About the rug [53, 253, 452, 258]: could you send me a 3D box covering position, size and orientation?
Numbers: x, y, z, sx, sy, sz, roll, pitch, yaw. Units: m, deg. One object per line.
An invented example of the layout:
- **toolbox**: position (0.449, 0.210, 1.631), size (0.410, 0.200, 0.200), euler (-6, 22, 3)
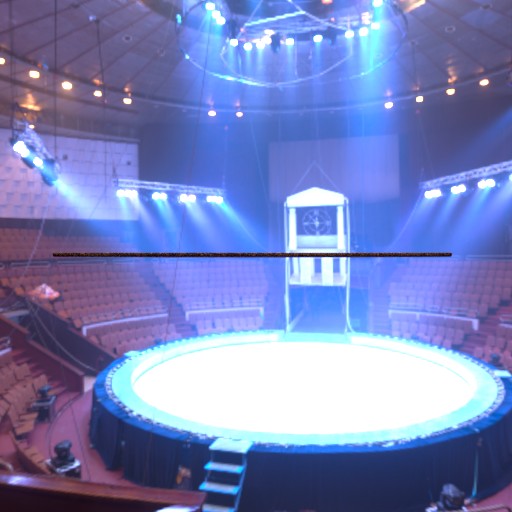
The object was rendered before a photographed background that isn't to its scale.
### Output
- **rug**: position (0.000, 0.000, 4.146), size (2.401, 0.025, 3.000), euler (0, 0, 1)
